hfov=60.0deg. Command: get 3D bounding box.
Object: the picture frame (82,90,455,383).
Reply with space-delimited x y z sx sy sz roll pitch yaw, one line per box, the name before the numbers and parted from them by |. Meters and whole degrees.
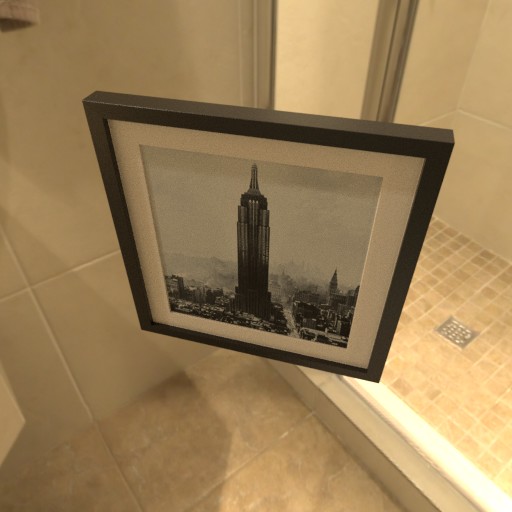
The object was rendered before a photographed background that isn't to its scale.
picture frame | 0.000 0.000 0.533 0.355 0.353 0.029 10 42 12
